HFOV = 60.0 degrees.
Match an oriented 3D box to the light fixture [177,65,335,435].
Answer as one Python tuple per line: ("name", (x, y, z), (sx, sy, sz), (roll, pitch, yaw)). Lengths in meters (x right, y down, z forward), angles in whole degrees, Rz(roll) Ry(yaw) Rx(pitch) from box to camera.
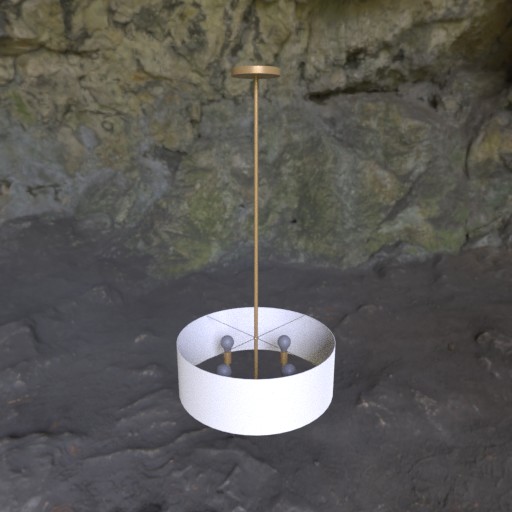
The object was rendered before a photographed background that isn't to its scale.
("light fixture", (0.000, 0.000, 1.362), (0.508, 1.067, 0.508), (0, 16, 0))
